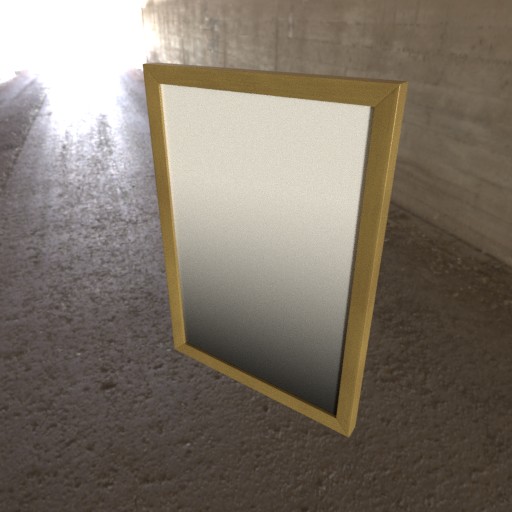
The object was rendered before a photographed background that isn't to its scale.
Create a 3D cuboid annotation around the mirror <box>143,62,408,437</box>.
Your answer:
[{"bbox_3d":[0.000,0.000,0.917,0.507,0.710,0.040,18,33,30],"label":"mirror"}]
